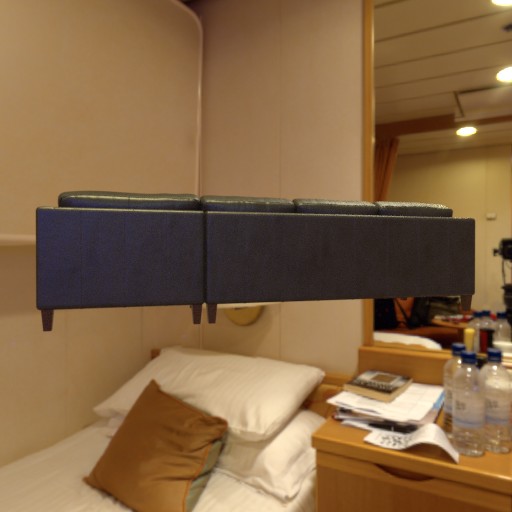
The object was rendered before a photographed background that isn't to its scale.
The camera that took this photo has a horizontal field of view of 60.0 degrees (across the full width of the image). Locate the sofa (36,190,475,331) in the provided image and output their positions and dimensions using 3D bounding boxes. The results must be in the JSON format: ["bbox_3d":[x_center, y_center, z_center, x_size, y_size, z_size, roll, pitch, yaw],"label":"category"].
[{"bbox_3d":[0.000,0.000,3.831,3.203,0.883,1.581,0,1,-17],"label":"sofa"}]
